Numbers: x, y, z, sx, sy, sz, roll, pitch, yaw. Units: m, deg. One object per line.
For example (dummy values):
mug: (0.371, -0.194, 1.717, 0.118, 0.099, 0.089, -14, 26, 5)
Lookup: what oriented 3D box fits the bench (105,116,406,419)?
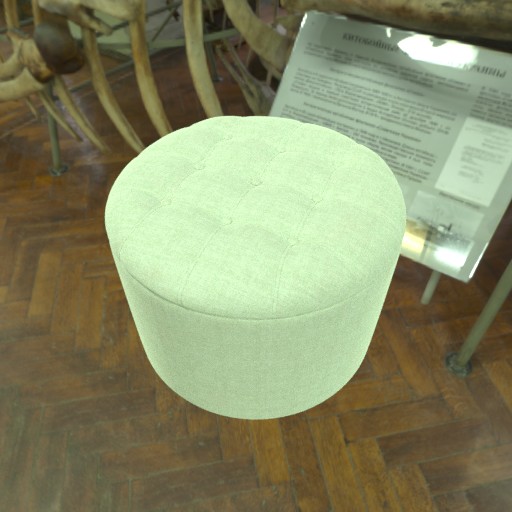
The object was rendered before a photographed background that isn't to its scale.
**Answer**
bench: (0.000, 0.000, 1.024, 0.600, 0.453, 0.600, 0, 46, 0)
